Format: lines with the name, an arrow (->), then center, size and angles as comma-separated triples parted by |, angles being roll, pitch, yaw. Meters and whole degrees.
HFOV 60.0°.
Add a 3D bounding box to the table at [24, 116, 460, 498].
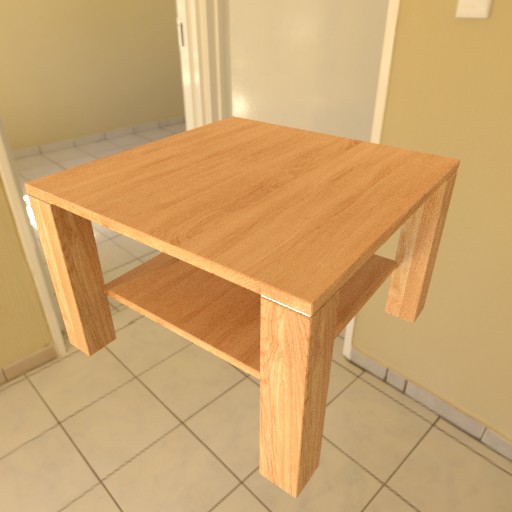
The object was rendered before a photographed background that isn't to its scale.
table -> 0.000, 0.000, 1.113 | 0.700, 0.450, 0.700 | 21, 37, 30
